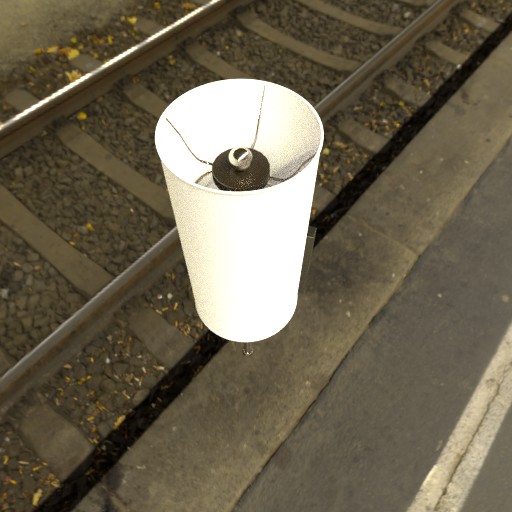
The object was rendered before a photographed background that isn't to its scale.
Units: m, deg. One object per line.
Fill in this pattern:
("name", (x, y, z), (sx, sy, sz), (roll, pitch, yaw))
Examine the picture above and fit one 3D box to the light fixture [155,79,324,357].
("light fixture", (0.000, 0.000, 0.552), (0.128, 0.462, 0.208), (15, 58, 10))
